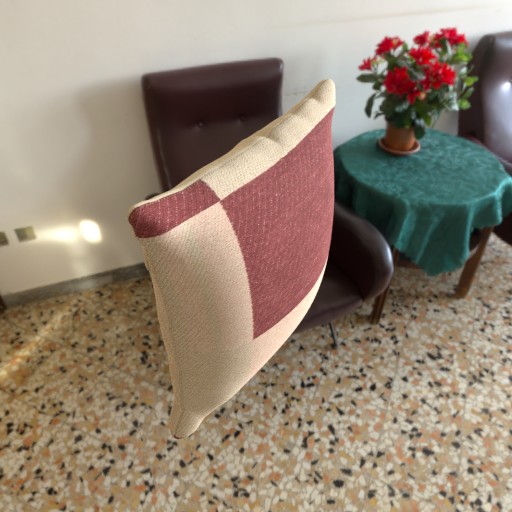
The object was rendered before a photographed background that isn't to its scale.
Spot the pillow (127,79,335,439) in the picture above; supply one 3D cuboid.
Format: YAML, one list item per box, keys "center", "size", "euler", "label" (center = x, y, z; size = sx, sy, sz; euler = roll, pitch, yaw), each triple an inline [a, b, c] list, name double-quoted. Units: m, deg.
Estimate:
- center: [0.000, 0.000, 0.816]
  size: [0.229, 0.506, 0.536]
  euler: [23, 45, 25]
  label: "pillow"
